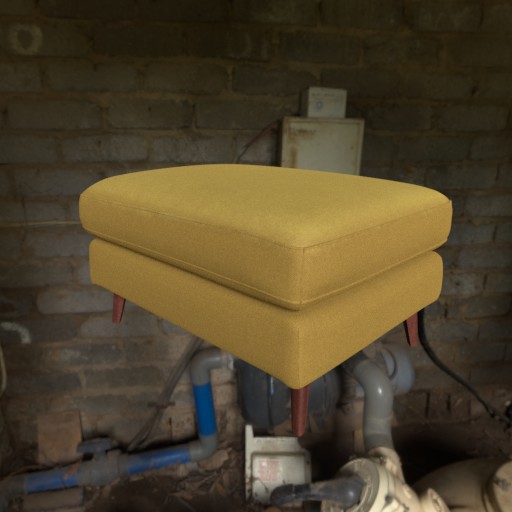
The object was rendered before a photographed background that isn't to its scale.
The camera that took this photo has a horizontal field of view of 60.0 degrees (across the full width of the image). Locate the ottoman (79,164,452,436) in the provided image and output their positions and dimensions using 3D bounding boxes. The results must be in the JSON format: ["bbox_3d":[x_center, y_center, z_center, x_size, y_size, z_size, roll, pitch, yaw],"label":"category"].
[{"bbox_3d":[0.000,0.000,1.178,0.811,0.449,0.608,16,23,42],"label":"ottoman"}]
